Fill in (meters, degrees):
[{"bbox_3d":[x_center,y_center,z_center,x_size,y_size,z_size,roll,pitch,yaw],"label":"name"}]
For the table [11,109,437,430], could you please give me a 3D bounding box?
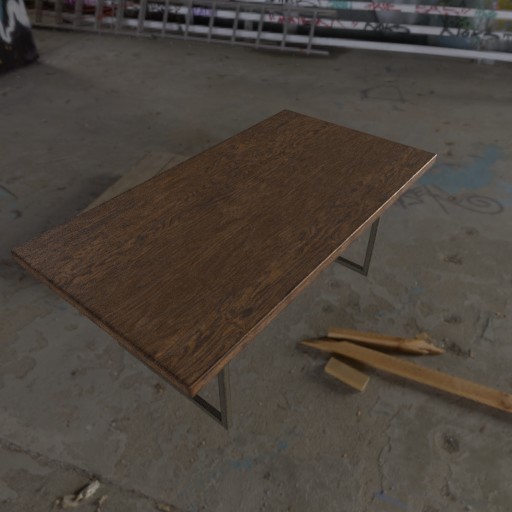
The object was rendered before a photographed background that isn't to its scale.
[{"bbox_3d":[0.000,0.000,2.468,1.078,0.795,1.989,27,47,29],"label":"table"}]
